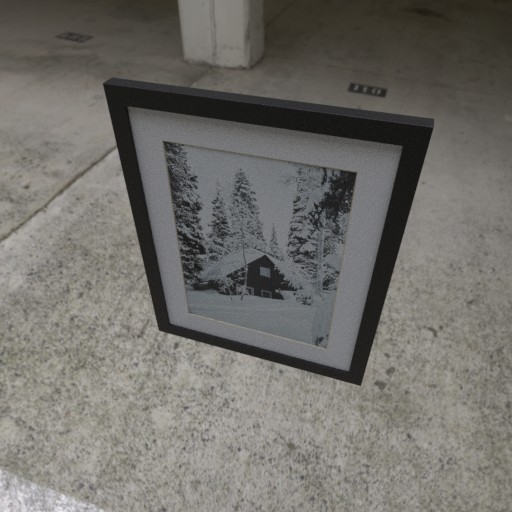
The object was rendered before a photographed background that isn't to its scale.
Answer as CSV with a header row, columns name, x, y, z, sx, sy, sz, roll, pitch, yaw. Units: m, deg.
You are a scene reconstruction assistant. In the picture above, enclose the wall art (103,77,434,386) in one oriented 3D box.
name,x,y,z,sx,sy,sz,roll,pitch,yaw
wall art,0.000,0.000,0.553,0.325,0.397,0.018,12,43,14
